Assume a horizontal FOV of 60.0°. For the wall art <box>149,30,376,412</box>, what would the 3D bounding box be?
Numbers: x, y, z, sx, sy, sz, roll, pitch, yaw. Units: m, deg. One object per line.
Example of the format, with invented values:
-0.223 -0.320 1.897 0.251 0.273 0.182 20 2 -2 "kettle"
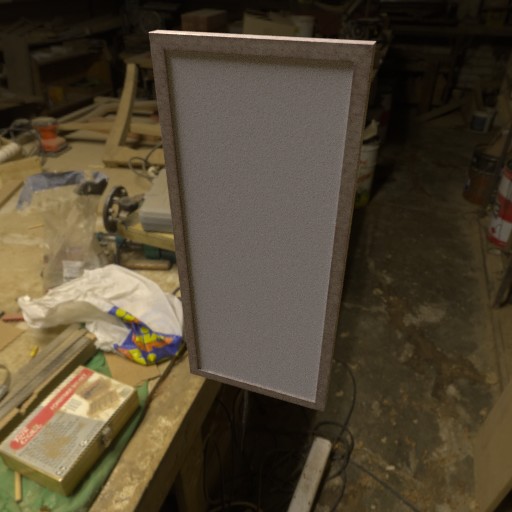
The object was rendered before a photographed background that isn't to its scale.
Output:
0.000 0.000 1.631 0.648 1.461 0.051 11 36 16 "wall art"
